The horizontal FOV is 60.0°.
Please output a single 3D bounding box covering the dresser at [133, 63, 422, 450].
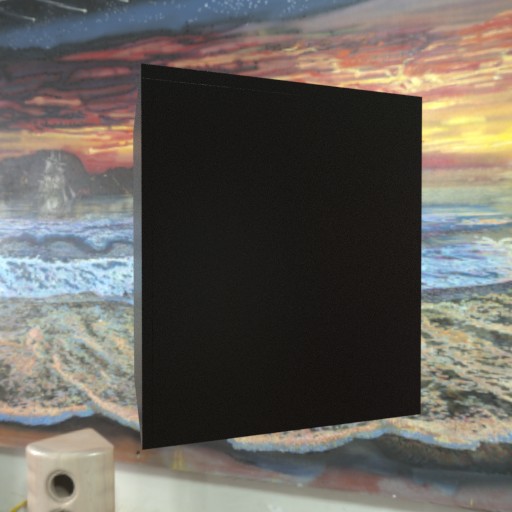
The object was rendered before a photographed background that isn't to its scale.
[{"bbox_3d":[0.000,0.000,0.767,0.400,0.470,0.360,0,1,-17],"label":"dresser"}]
